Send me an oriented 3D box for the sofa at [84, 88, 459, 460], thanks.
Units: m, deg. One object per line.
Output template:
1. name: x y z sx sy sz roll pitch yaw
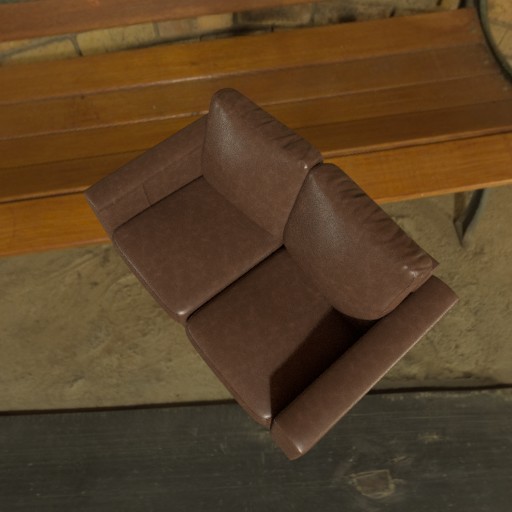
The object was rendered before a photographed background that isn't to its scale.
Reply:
1. sofa: 0.000 0.000 2.201 1.016 0.873 1.616 -38 69 -17
